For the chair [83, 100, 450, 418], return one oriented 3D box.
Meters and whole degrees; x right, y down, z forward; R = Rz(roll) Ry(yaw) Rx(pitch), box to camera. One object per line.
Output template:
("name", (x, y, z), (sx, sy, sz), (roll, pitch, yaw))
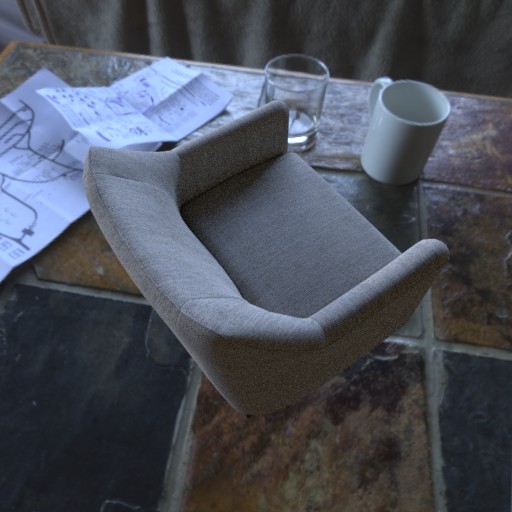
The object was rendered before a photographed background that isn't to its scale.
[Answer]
("chair", (0.000, 0.000, 1.382), (0.758, 0.761, 0.796), (-30, 62, -18))
